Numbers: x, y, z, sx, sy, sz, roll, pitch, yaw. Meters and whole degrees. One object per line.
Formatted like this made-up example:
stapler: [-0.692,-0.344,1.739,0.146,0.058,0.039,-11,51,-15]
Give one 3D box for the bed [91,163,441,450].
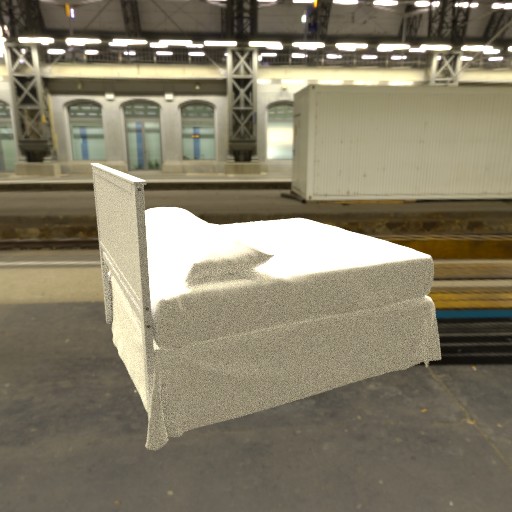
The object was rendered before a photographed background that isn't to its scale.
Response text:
bed: [0.000,0.000,3.181,2.047,1.269,1.876,-7,16,-25]
